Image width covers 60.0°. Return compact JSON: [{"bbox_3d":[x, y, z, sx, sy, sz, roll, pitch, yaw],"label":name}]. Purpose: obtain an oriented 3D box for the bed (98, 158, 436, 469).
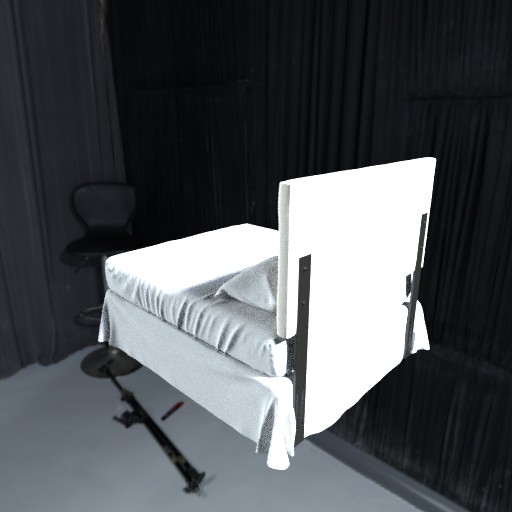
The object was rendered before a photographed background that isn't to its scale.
[{"bbox_3d":[0.000,0.000,3.554,2.222,1.577,1.936,17,25,42],"label":"bed"}]
